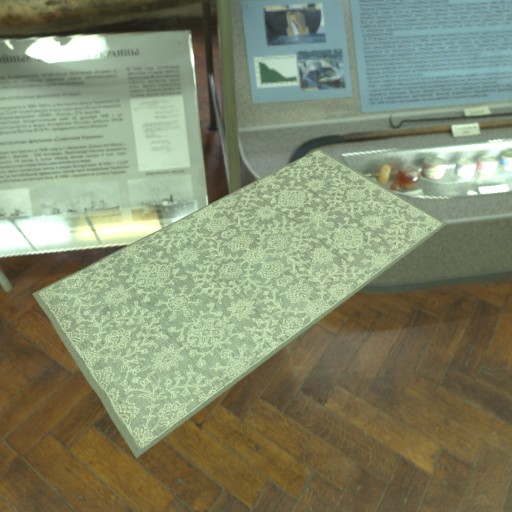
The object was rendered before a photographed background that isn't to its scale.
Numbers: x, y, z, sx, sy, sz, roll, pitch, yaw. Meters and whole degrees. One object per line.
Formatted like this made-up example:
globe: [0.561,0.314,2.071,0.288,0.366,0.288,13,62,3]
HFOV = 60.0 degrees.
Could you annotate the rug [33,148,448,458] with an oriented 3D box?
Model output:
rug: [0.000,0.000,3.569,3.048,0.011,1.546,-31,54,-27]
